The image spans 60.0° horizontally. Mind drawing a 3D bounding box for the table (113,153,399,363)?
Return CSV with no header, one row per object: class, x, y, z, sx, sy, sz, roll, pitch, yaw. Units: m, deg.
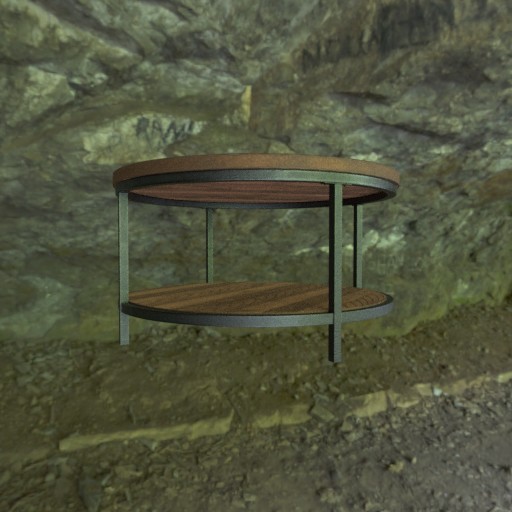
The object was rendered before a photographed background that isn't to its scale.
table,0.000,0.000,1.366,0.837,0.462,0.837,0,2,0
